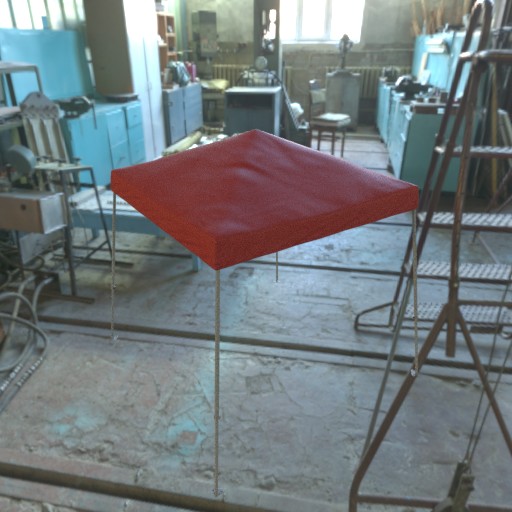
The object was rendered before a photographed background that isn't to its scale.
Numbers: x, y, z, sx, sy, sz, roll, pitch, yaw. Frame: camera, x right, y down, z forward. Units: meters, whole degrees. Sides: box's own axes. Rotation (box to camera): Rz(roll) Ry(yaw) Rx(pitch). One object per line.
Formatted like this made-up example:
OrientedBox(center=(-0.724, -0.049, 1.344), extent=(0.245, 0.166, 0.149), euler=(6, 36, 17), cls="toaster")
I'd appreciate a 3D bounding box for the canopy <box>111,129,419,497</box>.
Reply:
OrientedBox(center=(0.000, 0.000, 6.445), extent=(3.599, 3.600, 3.600), euler=(-17, 31, -31), cls="canopy")
